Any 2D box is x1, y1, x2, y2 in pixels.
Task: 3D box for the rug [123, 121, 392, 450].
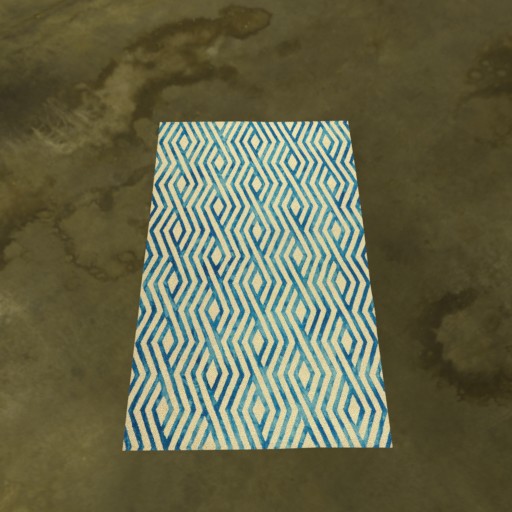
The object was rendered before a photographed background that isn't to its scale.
[{"bbox_3d":[0.000,0.000,3.049,1.531,0.008,2.439,-1,63,0],"label":"rug"}]
